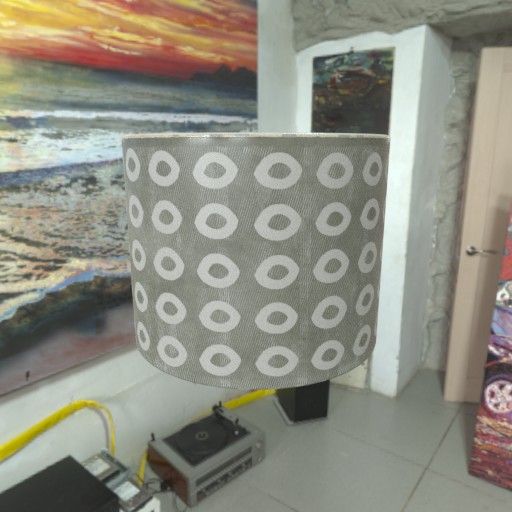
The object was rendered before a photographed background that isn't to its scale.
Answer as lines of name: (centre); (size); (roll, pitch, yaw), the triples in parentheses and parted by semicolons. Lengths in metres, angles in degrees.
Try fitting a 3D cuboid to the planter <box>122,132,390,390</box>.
planter: (0.000, 0.000, 0.458); (0.250, 0.239, 0.250); (0, 14, 0)
